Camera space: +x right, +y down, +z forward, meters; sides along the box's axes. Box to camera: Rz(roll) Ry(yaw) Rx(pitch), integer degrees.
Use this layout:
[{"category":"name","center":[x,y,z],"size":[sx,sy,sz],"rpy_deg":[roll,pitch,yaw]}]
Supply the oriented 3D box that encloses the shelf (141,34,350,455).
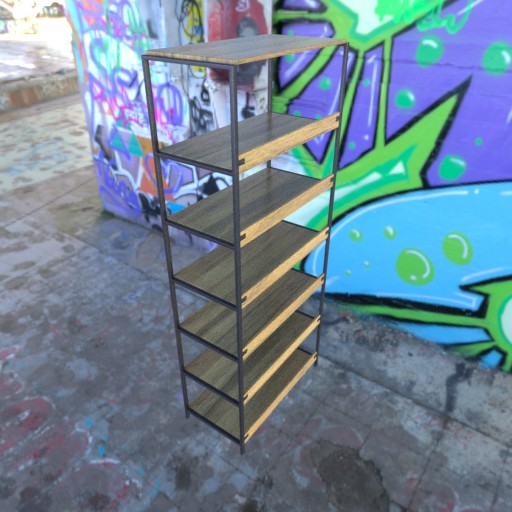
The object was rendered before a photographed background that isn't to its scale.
[{"category":"shelf","center":[0.000,0.000,2.327],"size":[0.431,2.015,0.847],"rpy_deg":[21,37,30]}]
